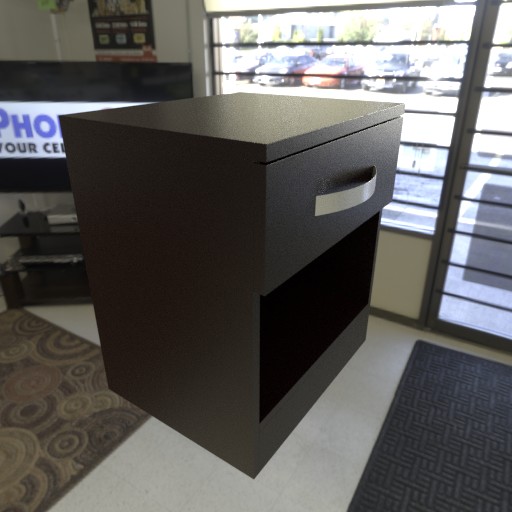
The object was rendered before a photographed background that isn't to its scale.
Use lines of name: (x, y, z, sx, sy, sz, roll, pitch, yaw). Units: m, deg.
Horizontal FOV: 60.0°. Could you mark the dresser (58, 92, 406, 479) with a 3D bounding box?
dresser: (0.000, 0.000, 0.743, 0.360, 0.470, 0.400, 17, 30, 31)
